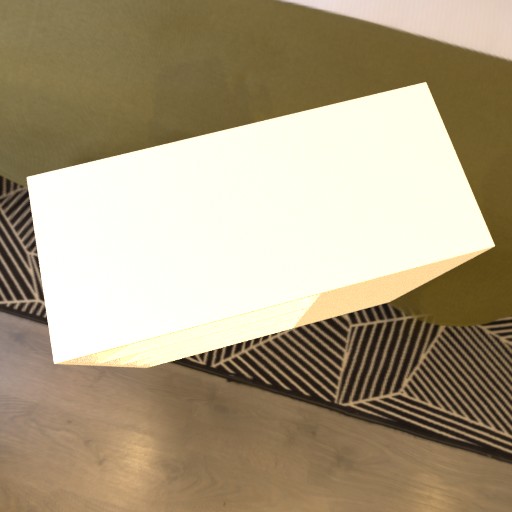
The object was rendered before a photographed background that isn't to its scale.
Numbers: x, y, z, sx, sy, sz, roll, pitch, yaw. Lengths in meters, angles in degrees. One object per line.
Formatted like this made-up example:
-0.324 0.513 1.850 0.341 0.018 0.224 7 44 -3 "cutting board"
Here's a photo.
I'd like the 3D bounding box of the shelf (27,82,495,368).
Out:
0.000 0.000 1.269 0.895 0.732 0.396 -15 76 -4 "shelf"
